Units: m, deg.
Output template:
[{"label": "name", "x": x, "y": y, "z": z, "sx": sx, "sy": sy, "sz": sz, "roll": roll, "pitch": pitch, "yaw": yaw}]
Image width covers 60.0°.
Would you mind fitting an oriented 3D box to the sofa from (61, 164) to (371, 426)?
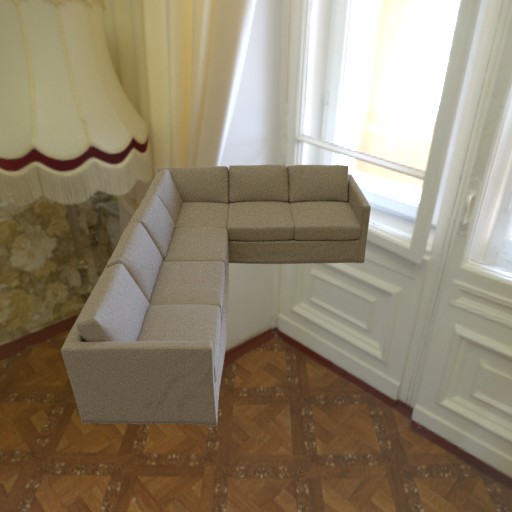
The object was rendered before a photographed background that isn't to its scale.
[{"label": "sofa", "x": 0.000, "y": 0.000, "z": 4.198, "sx": 2.432, "sy": 0.871, "sz": 3.182, "roll": 0, "pitch": 30, "yaw": -1}]
